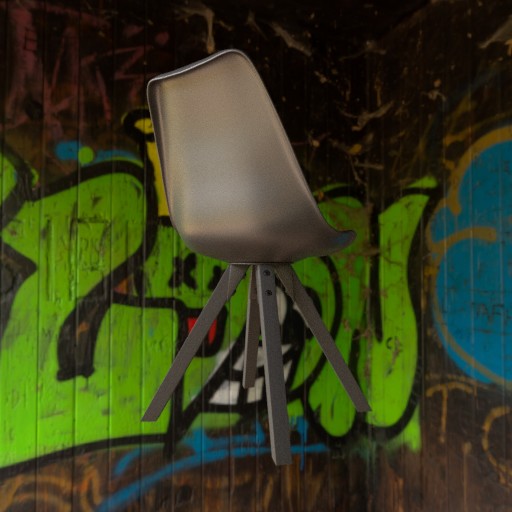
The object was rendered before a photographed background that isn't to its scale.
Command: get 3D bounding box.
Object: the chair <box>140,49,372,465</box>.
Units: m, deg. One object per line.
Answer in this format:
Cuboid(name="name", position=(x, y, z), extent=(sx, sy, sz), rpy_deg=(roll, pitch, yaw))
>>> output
Cuboid(name="chair", position=(0.000, 0.000, 1.173), extent=(0.485, 0.850, 0.530), rpy_deg=(-1, -2, 37))
